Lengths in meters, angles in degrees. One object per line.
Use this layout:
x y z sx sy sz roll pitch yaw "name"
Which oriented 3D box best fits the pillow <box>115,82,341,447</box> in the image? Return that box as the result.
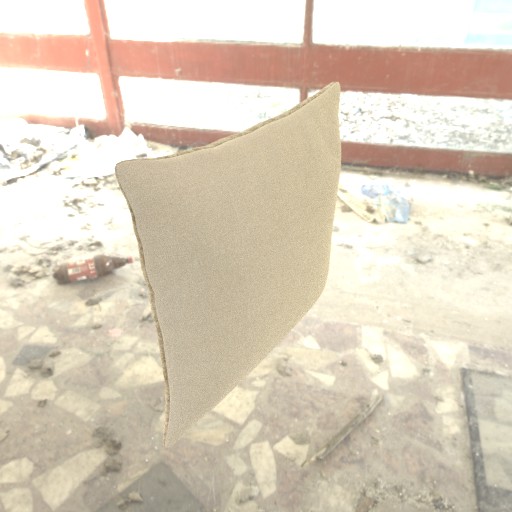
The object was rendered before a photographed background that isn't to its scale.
0.000 0.000 0.788 0.166 0.510 0.523 21 39 29 "pillow"
